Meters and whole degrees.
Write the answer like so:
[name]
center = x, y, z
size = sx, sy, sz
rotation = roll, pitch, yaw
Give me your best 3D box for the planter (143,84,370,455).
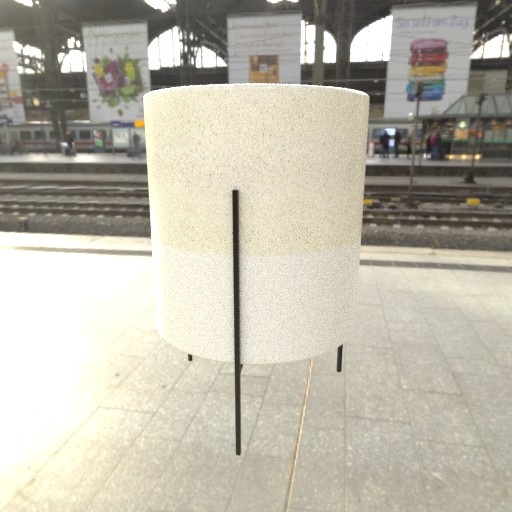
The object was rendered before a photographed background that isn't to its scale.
[planter]
center = 0.000, 0.000, 0.709
size = 0.324, 0.483, 0.333
rotation = 2, 15, 8
